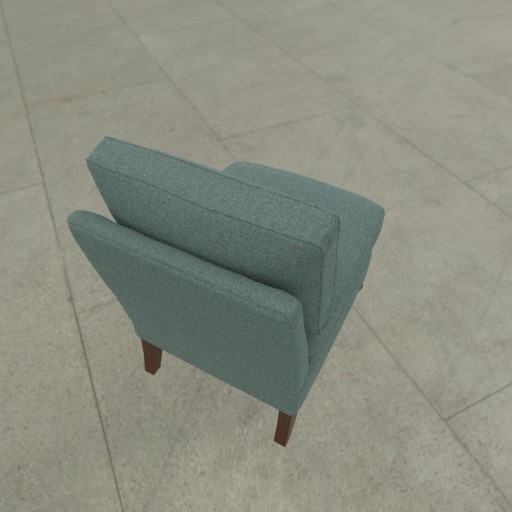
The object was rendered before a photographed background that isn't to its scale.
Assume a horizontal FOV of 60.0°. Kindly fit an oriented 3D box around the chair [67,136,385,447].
[{"bbox_3d":[0.000,0.000,1.401,0.624,0.901,0.796,22,49,20],"label":"chair"}]
